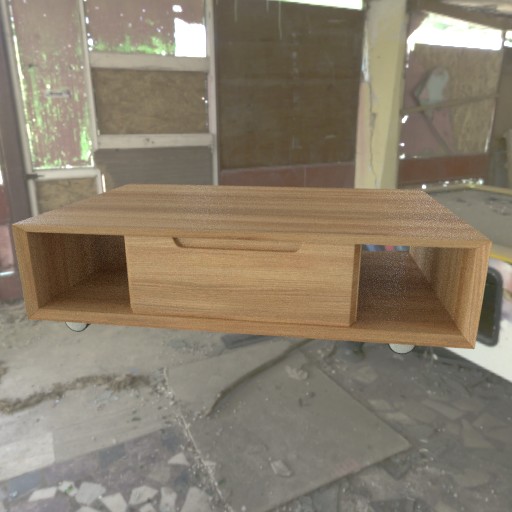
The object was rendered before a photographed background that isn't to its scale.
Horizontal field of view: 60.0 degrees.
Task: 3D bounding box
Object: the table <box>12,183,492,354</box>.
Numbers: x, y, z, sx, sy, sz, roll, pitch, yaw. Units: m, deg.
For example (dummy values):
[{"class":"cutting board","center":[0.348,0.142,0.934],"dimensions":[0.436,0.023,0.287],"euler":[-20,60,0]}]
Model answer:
[{"class":"table","center":[0.000,0.000,1.383],"dimensions":[1.100,0.330,0.700],"euler":[2,18,8]}]
